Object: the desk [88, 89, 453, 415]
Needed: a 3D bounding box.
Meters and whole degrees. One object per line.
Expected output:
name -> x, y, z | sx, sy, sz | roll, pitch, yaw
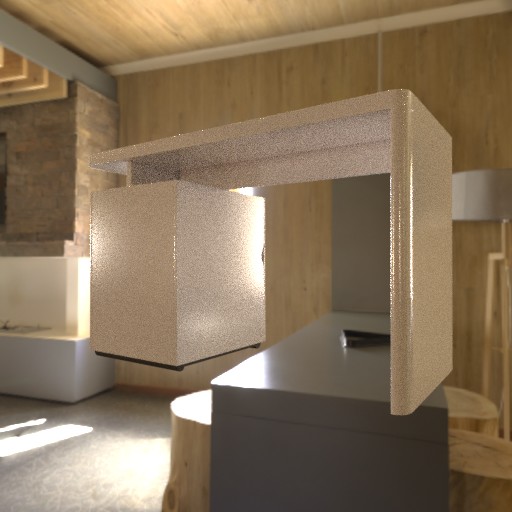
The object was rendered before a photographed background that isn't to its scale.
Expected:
desk -> 0.000, 0.000, 1.562 | 1.200, 0.760, 0.550 | 0, 0, 34
